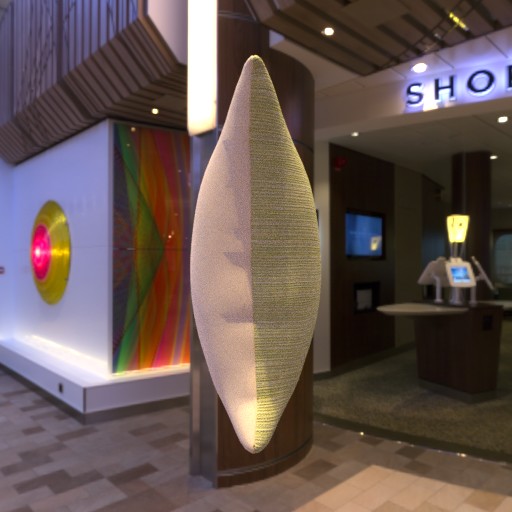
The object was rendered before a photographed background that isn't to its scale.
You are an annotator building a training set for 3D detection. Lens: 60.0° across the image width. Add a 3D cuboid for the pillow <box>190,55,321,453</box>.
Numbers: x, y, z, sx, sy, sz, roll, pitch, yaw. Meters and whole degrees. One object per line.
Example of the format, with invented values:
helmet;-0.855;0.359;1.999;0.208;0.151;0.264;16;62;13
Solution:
pillow;0.000;0.000;0.803;0.229;0.487;0.560;0;0;0
